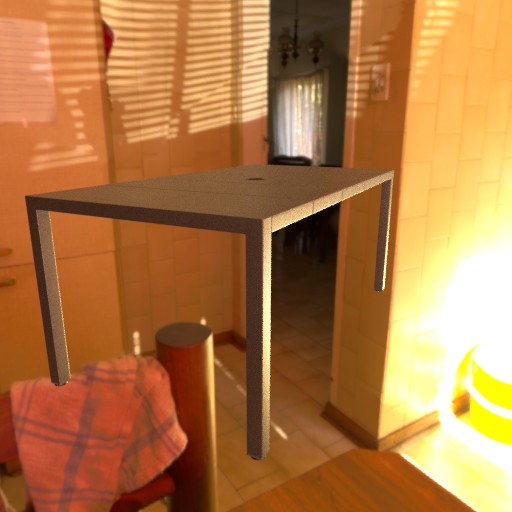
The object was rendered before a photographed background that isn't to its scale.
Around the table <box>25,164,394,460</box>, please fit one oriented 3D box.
[{"bbox_3d":[0.000,0.000,2.129,0.914,0.735,1.680,8,18,26],"label":"table"}]
